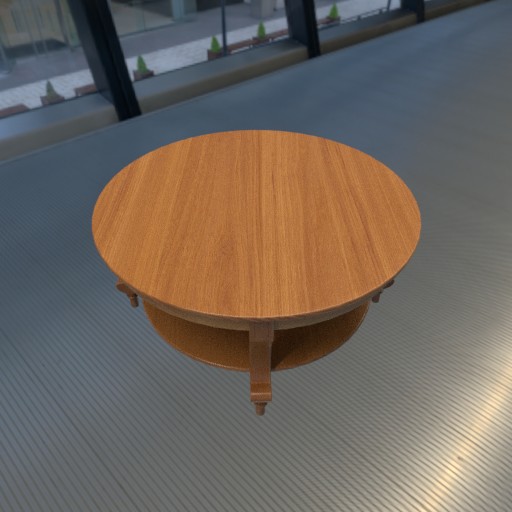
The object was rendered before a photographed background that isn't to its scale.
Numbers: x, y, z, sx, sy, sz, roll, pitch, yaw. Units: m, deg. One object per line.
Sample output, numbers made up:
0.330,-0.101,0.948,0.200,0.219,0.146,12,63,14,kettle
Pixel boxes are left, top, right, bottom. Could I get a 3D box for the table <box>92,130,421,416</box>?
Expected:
0.000,0.000,1.587,1.029,0.490,1.029,0,40,0,table
